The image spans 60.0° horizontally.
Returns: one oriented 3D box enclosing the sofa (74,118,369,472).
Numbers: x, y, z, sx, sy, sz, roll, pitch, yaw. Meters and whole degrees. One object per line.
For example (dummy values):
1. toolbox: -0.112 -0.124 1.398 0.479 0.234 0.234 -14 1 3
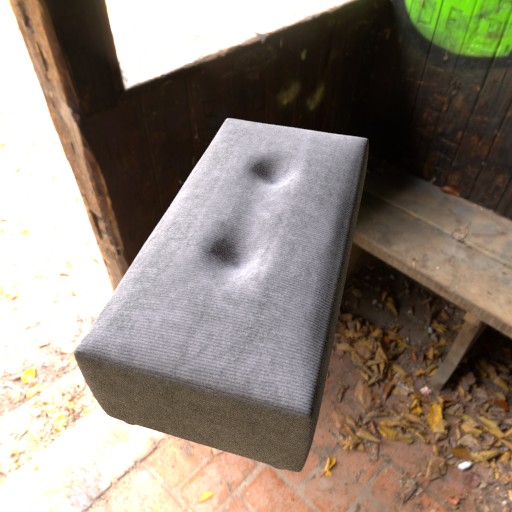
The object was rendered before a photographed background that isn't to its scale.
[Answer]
1. sofa: 0.000 0.000 1.178 0.480 0.330 0.930 12 47 11
